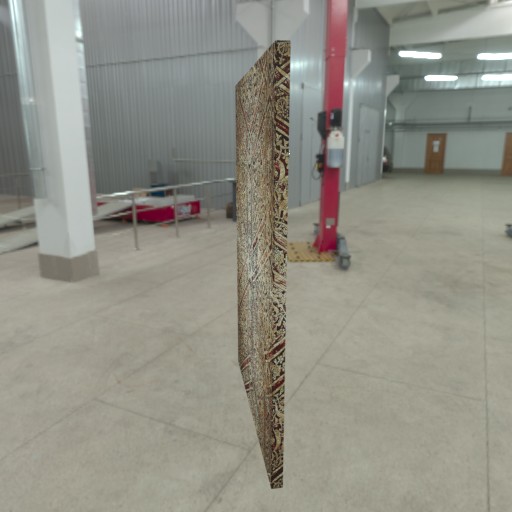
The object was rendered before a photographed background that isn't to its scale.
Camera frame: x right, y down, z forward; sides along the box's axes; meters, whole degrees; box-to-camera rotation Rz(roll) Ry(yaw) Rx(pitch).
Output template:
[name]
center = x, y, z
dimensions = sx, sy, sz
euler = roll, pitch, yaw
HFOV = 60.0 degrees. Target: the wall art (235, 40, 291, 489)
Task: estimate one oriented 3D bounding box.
[wall art]
center = 0.000, 0.000, 1.151
dimensions = 0.030, 0.904, 0.599
euler = -2, 14, -9
